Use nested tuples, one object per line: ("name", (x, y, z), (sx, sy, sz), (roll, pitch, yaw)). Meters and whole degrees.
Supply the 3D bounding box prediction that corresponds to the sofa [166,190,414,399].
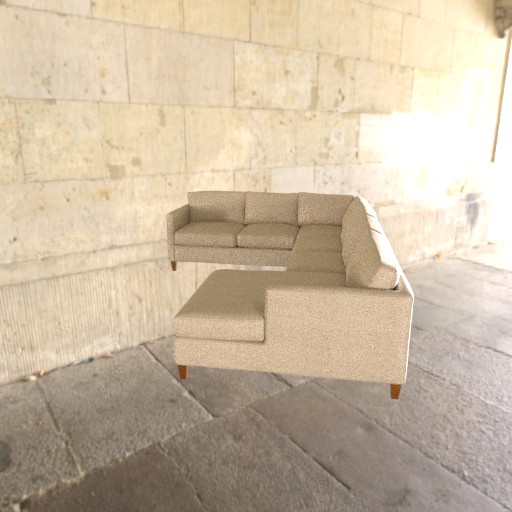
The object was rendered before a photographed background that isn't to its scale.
("sofa", (0.000, 0.000, 4.609), (2.594, 0.961, 3.460), (3, 16, 9))
